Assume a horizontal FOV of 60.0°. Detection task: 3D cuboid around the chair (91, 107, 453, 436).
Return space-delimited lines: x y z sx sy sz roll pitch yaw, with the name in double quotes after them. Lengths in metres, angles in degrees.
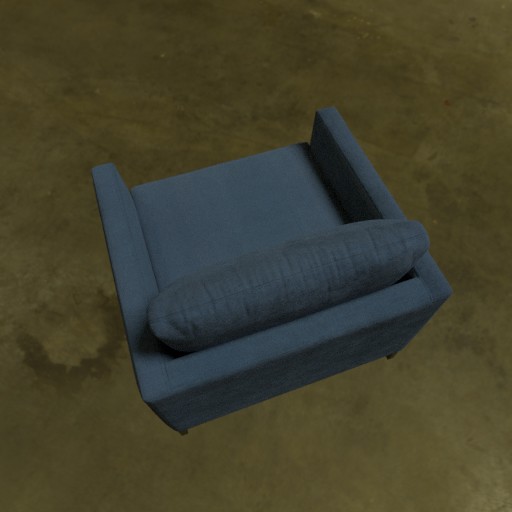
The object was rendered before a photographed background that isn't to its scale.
0.000 0.000 1.609 0.964 0.812 0.875 -17 61 -10 "chair"
